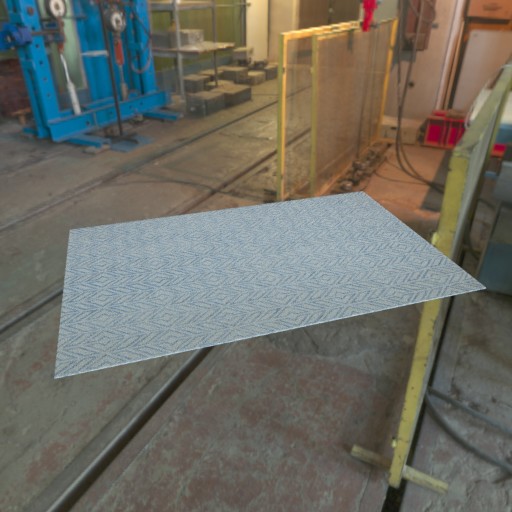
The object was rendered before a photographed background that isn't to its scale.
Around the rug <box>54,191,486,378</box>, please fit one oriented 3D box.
[{"bbox_3d":[0.000,0.000,2.994,2.441,0.008,1.526,-9,33,-15],"label":"rug"}]
